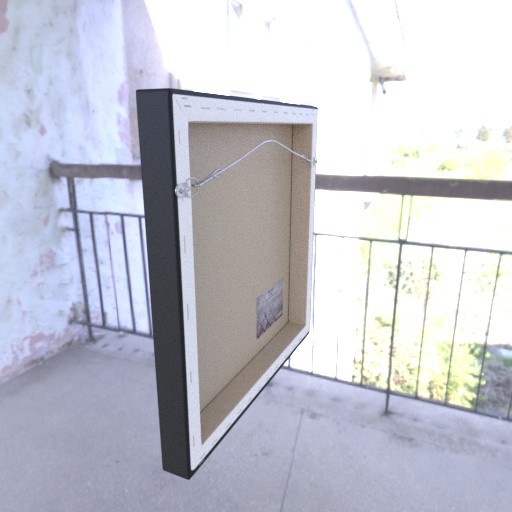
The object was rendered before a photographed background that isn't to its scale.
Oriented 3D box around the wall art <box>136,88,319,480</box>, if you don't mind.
[{"bbox_3d":[0.000,0.000,0.612,0.041,0.407,0.406,8,18,25],"label":"wall art"}]
